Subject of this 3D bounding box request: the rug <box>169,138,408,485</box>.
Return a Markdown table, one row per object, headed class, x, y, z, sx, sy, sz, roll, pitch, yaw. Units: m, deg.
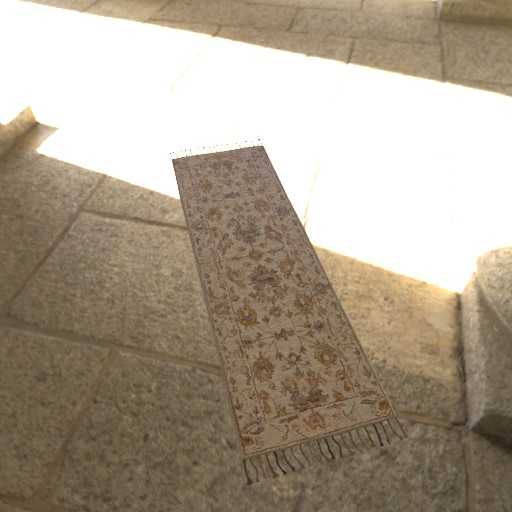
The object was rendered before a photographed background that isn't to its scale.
| class | x | y | z | sx | sy | sz | roll | pitch | yaw |
| --- | --- | --- | --- | --- | --- | --- | --- | --- | --- |
| rug | 0.000 | 0.000 | 2.657 | 0.729 | 0.021 | 2.438 | -11 | 48 | -10 |
